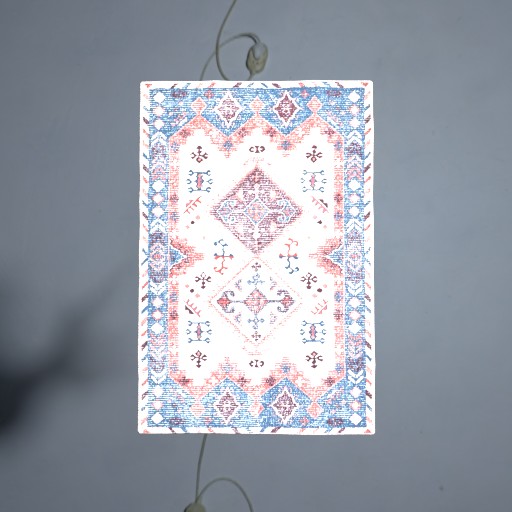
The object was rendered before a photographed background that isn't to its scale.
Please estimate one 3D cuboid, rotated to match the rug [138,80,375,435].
[{"bbox_3d":[0.000,0.000,2.303,1.225,0.015,1.840,0,89,1],"label":"rug"}]
